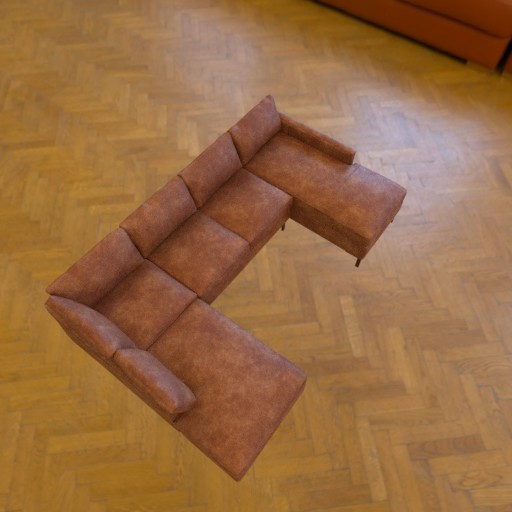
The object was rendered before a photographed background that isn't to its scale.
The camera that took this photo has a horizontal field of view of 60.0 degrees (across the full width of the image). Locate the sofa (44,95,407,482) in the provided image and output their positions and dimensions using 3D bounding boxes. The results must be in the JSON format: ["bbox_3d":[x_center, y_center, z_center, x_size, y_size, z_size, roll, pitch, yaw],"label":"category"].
[{"bbox_3d":[0.000,0.000,3.876,1.939,0.900,2.956,33,63,19],"label":"sofa"}]
